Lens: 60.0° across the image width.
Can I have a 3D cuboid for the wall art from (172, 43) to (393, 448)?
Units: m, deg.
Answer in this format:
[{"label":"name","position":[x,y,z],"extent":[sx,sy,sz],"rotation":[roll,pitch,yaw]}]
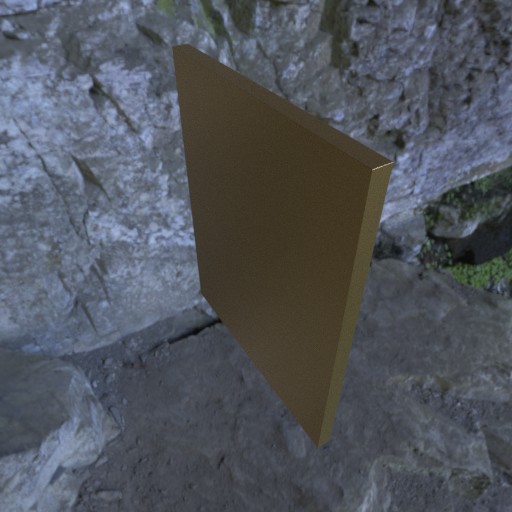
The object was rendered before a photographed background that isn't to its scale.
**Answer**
[{"label":"wall art","position":[0.000,0.000,1.016],"extent":[0.038,0.762,0.610],"rotation":[-23,46,-24]}]
